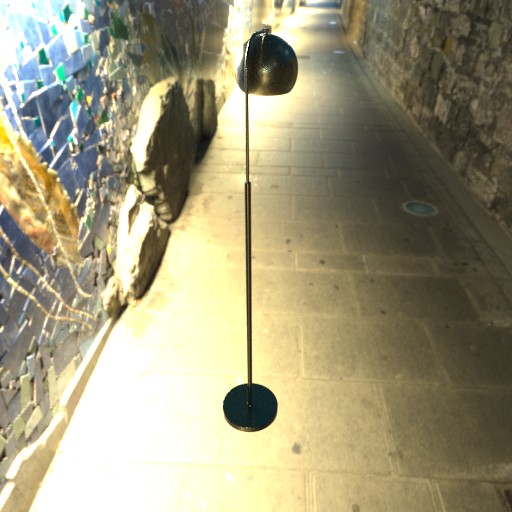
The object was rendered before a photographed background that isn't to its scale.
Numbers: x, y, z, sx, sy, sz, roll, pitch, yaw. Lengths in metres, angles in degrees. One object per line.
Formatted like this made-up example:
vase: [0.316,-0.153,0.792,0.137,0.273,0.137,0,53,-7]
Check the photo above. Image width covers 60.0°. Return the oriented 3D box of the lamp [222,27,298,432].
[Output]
lamp: [0.000,0.000,1.679,0.250,1.526,0.431,9,33,14]
